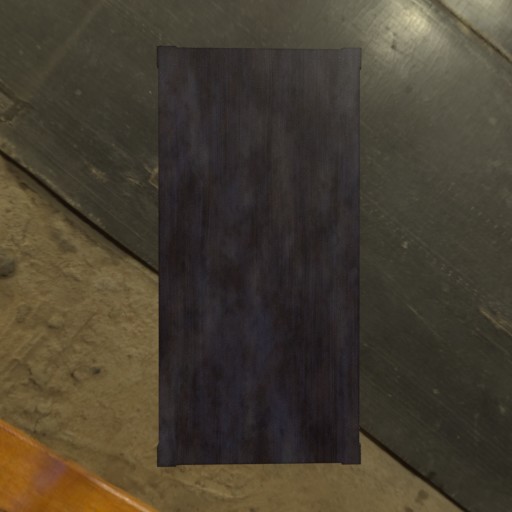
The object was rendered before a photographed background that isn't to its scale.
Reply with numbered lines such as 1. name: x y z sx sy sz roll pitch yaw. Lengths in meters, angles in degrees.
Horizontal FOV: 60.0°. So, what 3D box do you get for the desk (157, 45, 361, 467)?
1. desk: 0.000 0.000 1.792 0.630 0.861 1.289 0 90 -2
